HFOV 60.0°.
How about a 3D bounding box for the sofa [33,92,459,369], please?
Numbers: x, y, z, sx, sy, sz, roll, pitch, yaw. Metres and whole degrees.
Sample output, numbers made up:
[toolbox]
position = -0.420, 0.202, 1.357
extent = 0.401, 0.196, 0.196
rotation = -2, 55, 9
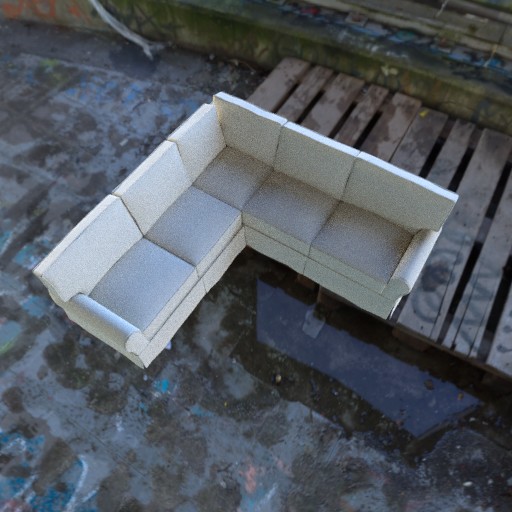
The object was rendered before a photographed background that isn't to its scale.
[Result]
[sofa]
position = 0.000, 0.000, 3.962
extent = 2.597, 1.070, 2.591
rotation = 28, 62, 16
